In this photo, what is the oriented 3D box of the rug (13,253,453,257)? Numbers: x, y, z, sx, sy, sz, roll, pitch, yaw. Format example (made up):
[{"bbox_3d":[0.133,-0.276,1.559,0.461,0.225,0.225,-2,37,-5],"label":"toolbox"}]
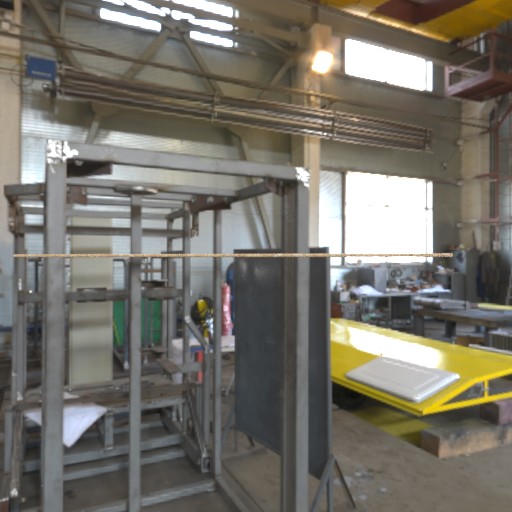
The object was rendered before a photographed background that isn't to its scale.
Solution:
[{"bbox_3d":[0.000,0.000,3.985,3.039,0.019,2.420,0,0,19],"label":"rug"}]
